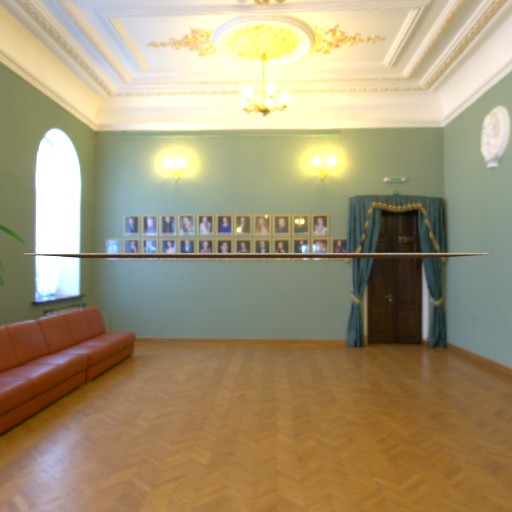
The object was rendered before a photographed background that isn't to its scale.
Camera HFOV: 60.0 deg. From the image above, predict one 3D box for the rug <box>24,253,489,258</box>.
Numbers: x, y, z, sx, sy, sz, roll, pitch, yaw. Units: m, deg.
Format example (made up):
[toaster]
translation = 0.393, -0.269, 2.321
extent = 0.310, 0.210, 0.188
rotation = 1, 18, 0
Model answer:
[rug]
translation = 0.000, 0.000, 2.691
extent = 2.435, 0.009, 0.750
rotation = 0, -2, 1
